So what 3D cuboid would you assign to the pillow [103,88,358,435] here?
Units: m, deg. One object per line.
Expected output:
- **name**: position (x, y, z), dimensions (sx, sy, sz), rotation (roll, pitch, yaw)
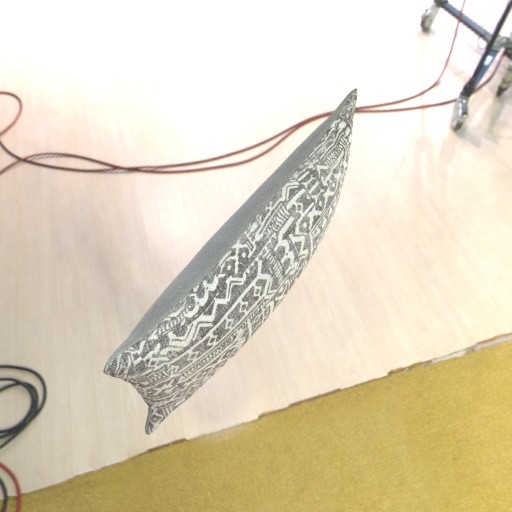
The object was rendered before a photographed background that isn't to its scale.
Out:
- **pillow**: position (0.000, 0.000, 0.751), dimensions (0.148, 0.290, 0.631), rotation (30, 62, 18)
